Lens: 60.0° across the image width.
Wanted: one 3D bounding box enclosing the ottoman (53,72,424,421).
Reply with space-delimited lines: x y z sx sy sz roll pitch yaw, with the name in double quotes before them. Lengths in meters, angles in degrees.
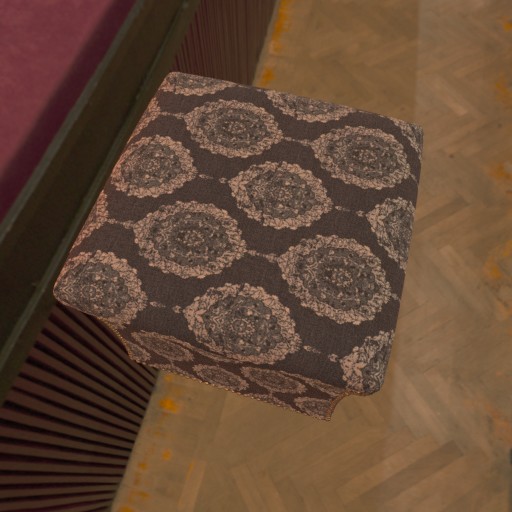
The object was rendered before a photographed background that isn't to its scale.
"ottoman" 0.000 0.000 0.893 0.507 0.475 0.497 15 65 7
